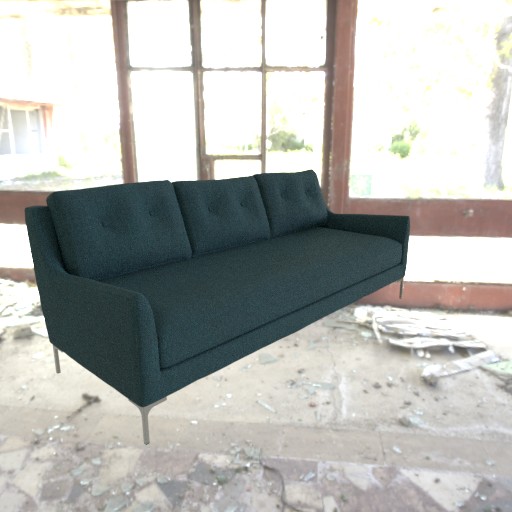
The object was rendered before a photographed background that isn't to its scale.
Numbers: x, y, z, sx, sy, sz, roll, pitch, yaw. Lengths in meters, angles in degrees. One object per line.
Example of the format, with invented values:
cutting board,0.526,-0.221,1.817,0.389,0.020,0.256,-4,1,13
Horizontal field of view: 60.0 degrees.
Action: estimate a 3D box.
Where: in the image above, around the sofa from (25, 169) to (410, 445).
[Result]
sofa,0.000,0.000,2.429,0.849,0.837,2.060,14,20,41
